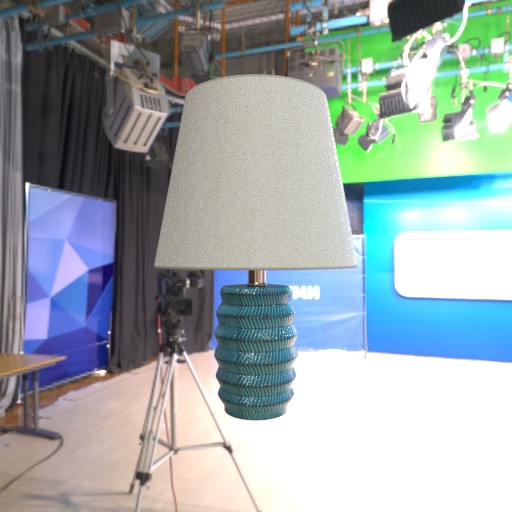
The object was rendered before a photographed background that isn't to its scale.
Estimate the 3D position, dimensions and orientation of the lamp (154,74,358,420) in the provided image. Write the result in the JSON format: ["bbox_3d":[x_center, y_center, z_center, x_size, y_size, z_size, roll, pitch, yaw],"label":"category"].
[{"bbox_3d":[0.000,0.000,0.567,0.254,0.392,0.254,0,0,0],"label":"lamp"}]
